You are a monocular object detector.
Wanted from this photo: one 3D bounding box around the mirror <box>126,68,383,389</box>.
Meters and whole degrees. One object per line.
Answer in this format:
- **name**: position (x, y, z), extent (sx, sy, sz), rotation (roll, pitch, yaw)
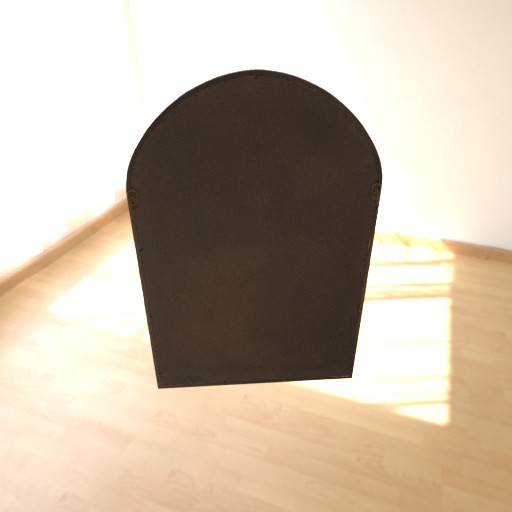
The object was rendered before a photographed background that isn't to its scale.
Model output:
- **mirror**: position (0.000, 0.000, 1.164), extent (0.609, 0.915, 0.032), rotation (-2, 31, -3)
